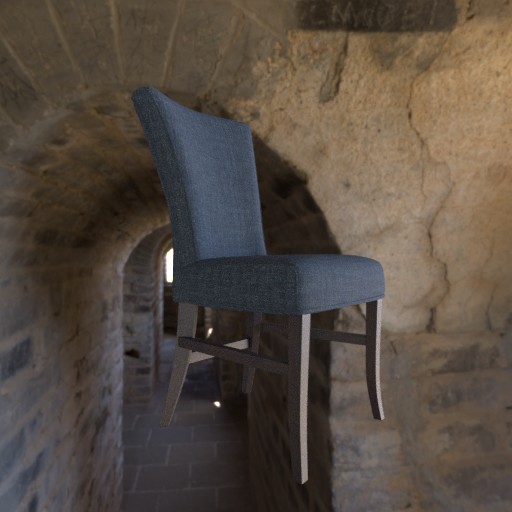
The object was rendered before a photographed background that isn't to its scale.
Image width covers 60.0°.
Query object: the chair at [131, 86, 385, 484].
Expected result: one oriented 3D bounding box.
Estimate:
[{"bbox_3d":[0.000,0.000,1.342,0.660,0.991,0.520,0,0,37],"label":"chair"}]
